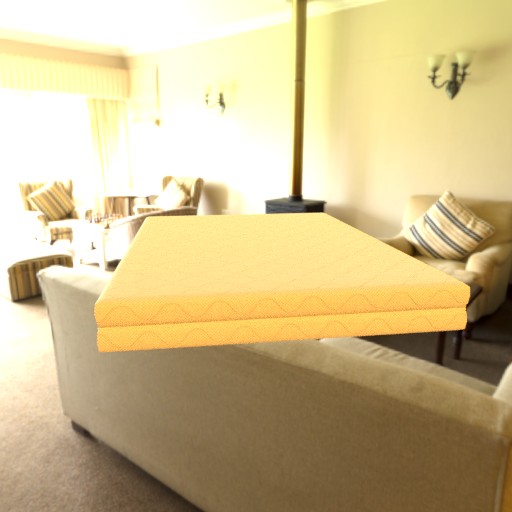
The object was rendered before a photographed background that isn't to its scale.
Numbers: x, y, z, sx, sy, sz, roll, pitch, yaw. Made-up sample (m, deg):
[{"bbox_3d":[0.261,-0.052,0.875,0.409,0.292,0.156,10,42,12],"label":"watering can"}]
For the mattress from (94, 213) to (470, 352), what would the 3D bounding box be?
[{"bbox_3d":[0.000,0.000,2.537,1.400,0.200,1.900,-2,14,-8],"label":"mattress"}]
